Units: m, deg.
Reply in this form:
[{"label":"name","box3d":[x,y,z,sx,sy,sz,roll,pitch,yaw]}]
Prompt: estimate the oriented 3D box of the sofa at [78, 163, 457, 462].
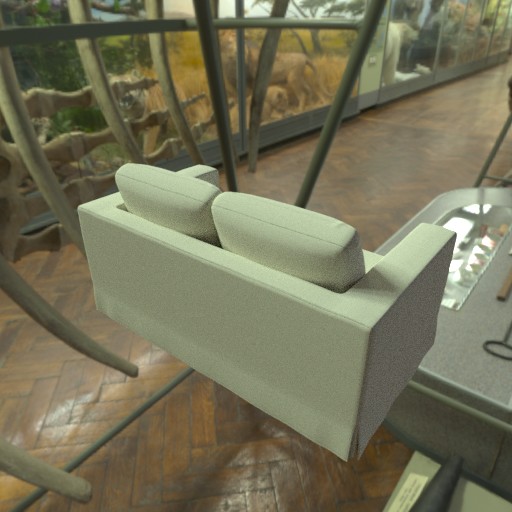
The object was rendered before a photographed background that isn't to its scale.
[{"label":"sofa","box3d":[0.000,0.000,2.438,1.813,0.932,1.009,21,35,33]}]
